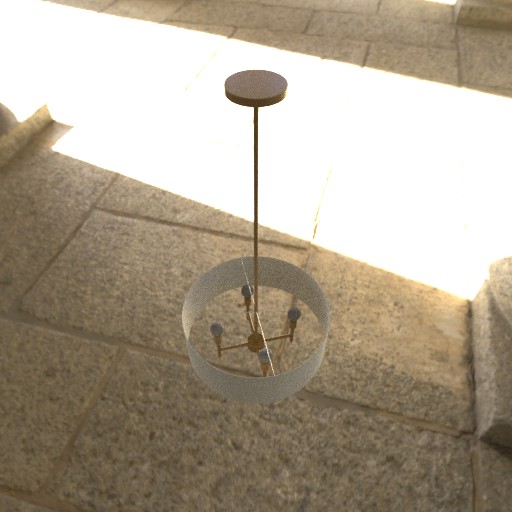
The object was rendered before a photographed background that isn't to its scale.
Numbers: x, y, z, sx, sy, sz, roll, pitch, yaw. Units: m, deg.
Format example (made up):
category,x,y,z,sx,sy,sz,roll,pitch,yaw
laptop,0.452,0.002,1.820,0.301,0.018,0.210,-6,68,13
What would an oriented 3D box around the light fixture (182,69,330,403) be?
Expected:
category,x,y,z,sx,sy,sz,roll,pitch,yaw
light fixture,0.000,0.000,1.322,0.508,1.067,0.508,0,47,0
